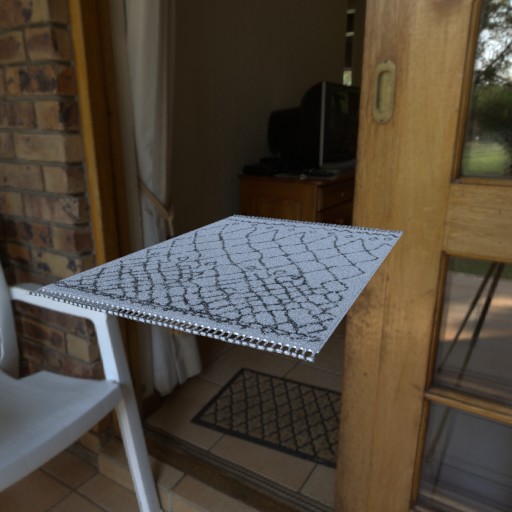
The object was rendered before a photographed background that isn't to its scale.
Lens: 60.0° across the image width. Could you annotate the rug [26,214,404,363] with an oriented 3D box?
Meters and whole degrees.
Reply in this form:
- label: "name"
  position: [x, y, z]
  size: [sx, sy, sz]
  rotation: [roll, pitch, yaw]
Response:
- label: "rug"
  position: [0.000, 0.000, 3.019]
  size: [1.613, 0.017, 2.312]
  rotation: [8, 18, 25]
